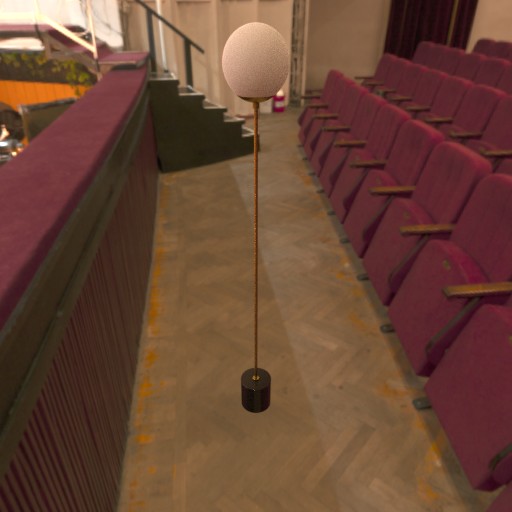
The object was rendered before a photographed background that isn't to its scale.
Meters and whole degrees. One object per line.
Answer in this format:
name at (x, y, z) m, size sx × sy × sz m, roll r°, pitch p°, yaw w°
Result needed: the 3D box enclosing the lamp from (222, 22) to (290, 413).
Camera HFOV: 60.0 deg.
lamp at (0.000, 0.000, 1.873) m, size 0.229 × 1.748 × 0.229 m, roll -1°, pitch 30°, yaw -2°
